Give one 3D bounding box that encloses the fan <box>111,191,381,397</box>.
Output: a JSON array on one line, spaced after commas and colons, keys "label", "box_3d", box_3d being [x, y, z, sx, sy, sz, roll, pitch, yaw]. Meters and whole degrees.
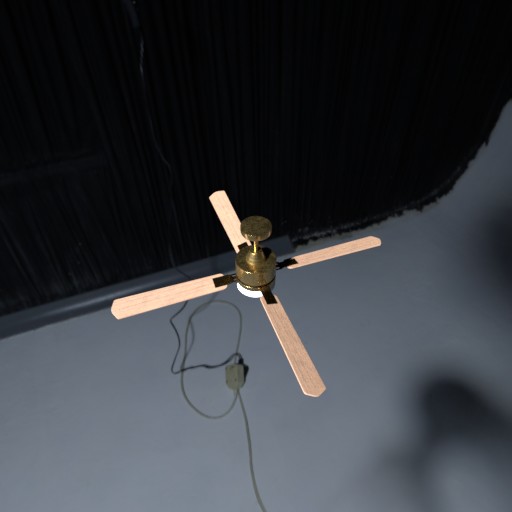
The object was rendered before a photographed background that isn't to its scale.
[{"label": "fan", "box_3d": [0.000, 0.000, 1.987, 1.320, 0.355, 1.320, -14, 46, -14]}]
